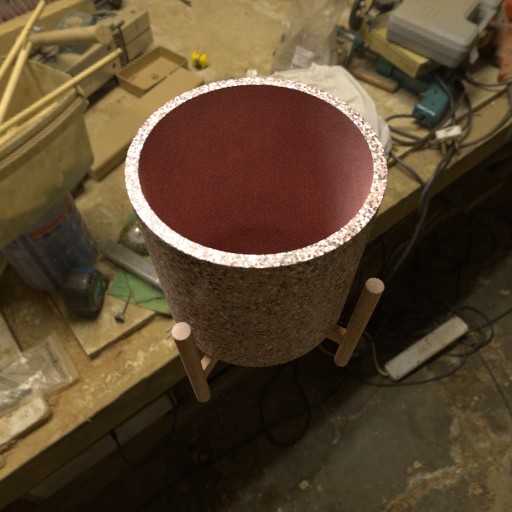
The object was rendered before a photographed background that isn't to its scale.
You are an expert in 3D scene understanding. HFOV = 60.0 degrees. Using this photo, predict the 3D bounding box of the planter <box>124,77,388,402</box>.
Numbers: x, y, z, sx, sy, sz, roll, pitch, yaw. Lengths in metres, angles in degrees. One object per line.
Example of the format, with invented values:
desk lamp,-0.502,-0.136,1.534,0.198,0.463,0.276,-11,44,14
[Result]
planter,0.000,0.000,0.691,0.360,0.419,0.360,-32,62,-19
